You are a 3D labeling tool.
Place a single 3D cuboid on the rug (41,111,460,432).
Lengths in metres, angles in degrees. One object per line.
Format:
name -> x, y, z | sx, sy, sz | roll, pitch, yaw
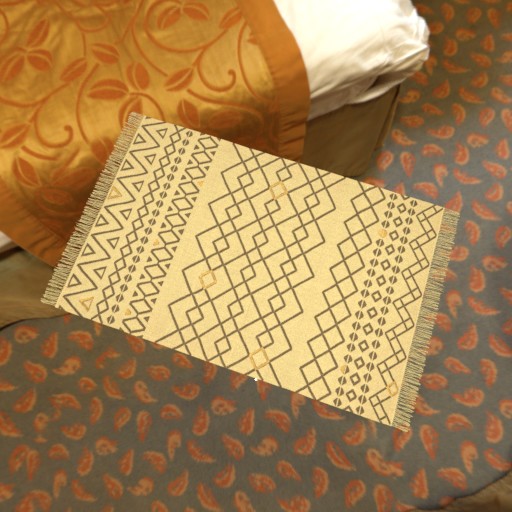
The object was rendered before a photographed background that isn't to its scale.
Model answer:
rug -> 0.000, 0.000, 2.957 | 2.472, 0.035, 1.495 | 18, 75, 5
